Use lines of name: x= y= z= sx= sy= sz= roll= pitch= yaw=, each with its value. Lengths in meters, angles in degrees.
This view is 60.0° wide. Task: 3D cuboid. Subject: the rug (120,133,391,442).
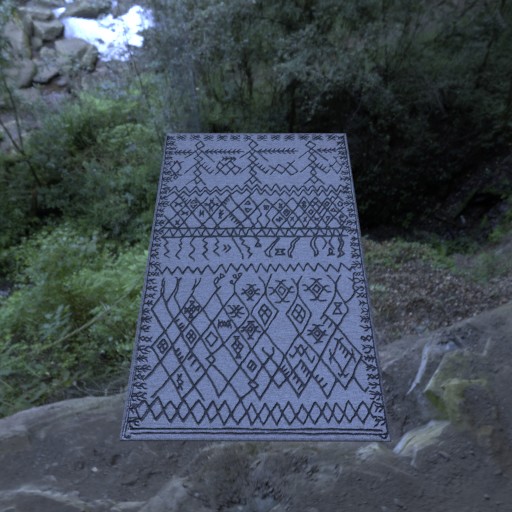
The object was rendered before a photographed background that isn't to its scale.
rug: x=0.000 y=0.000 z=3.129 sx=1.526 sy=0.012 sz=2.444 roll=0 pitch=58 yaw=0
